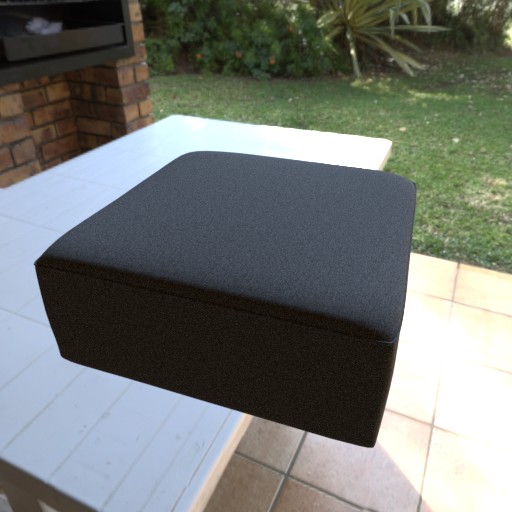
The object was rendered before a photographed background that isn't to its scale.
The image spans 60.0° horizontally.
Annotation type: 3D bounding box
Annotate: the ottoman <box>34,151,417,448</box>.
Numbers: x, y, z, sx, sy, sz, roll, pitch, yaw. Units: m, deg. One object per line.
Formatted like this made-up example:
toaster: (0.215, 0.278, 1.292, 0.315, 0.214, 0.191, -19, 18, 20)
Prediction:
ottoman: (0.000, 0.000, 1.584, 1.015, 0.464, 1.005, 11, 34, 16)
